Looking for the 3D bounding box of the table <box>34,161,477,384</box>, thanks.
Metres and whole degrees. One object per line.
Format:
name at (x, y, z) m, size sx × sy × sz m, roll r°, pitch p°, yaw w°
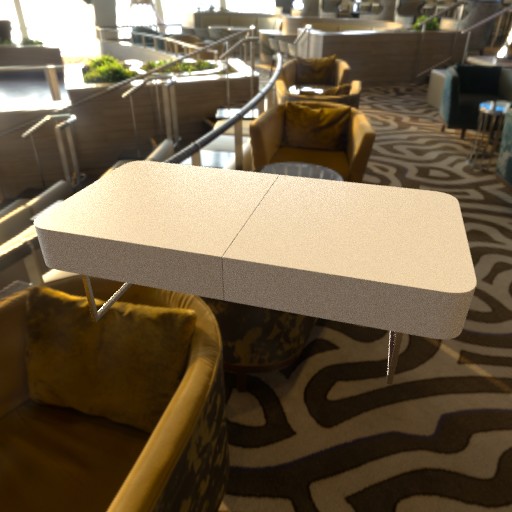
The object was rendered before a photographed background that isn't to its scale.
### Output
table at (0.000, 0.000, 1.446) m, size 1.200 × 0.340 × 0.600 m, roll 9°, pitch 32°, yaw 14°
